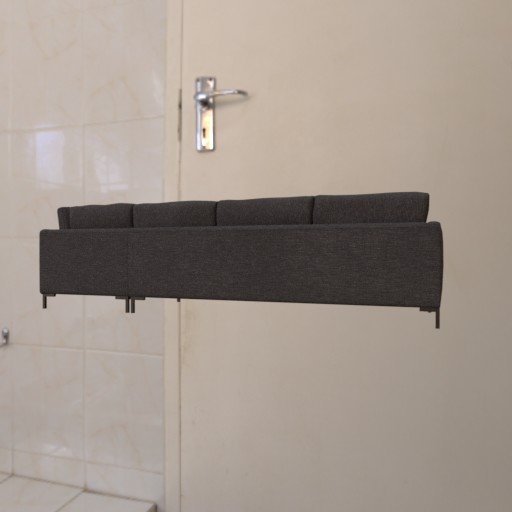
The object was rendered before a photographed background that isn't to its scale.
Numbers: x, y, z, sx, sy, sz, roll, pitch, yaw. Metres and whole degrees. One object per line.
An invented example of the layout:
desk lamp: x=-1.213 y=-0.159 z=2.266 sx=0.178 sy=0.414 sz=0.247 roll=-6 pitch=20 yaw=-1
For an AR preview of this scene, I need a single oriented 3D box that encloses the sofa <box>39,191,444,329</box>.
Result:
sofa: x=0.000 y=0.000 z=3.926 sx=2.949 sy=0.815 sz=2.007 roll=0 pitch=1 yaw=18
